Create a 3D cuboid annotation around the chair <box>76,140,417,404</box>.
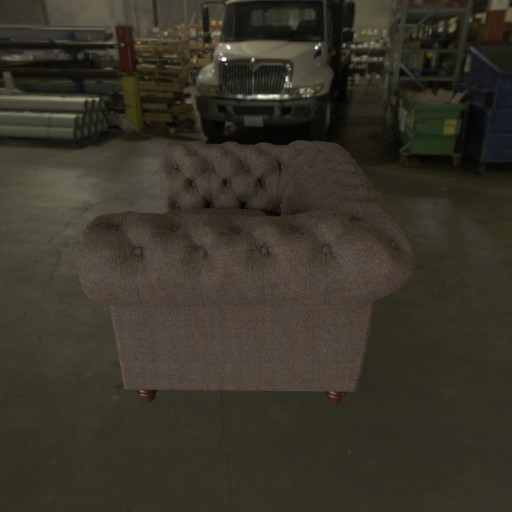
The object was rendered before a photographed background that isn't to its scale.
[{"bbox_3d":[0.000,0.000,1.851,0.945,0.780,1.298,0,26,1],"label":"chair"}]
